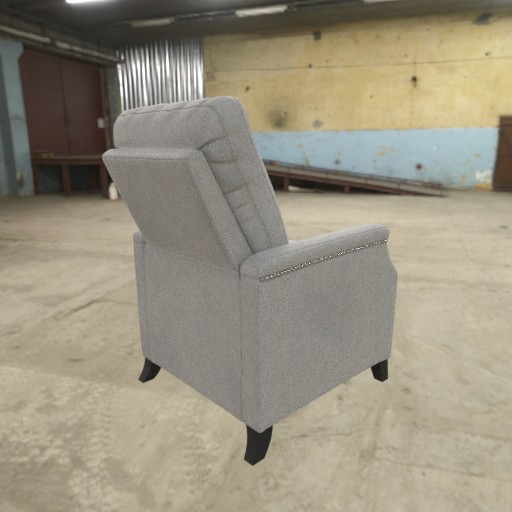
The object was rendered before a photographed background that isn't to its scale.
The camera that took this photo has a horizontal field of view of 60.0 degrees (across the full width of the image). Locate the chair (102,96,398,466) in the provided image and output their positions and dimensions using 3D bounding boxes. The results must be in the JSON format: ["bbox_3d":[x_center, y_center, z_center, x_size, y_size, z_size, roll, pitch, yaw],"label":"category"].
[{"bbox_3d":[0.000,0.000,1.650,0.922,1.049,0.710,-12,18,-41],"label":"chair"}]
